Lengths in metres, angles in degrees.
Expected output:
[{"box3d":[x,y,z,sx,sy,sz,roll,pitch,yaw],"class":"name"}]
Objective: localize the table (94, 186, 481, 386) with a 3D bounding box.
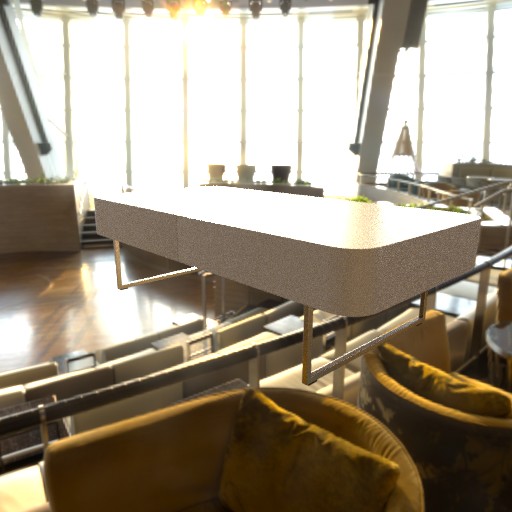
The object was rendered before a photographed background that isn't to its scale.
[{"box3d":[0.000,0.000,1.463,0.600,0.340,1.200,-13,19,-41],"class":"table"}]
